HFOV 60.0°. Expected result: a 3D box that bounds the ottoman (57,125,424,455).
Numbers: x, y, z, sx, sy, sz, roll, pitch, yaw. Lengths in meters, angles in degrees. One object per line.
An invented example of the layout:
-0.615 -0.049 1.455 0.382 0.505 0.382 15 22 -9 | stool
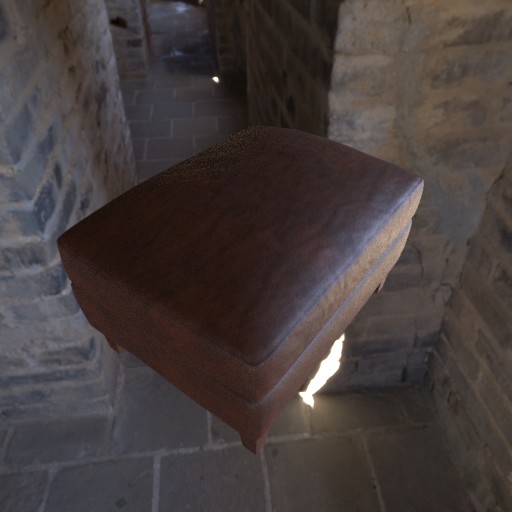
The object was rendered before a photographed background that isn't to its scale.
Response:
0.000 0.000 1.316 0.659 0.527 0.887 26 47 27 | ottoman
